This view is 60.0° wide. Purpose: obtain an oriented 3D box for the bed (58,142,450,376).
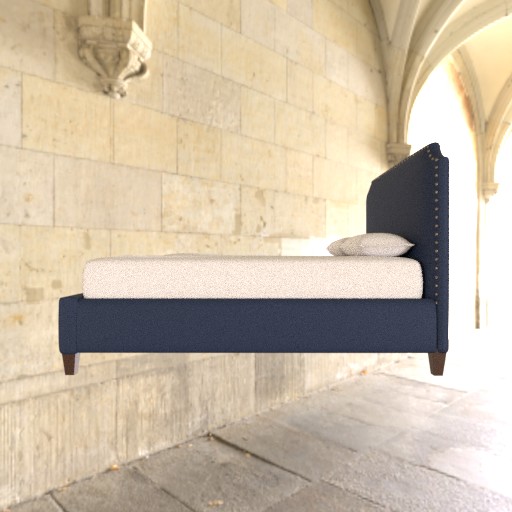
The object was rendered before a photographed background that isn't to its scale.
[{"bbox_3d":[0.000,0.000,3.486,2.372,1.443,1.712,0,0,0],"label":"bed"}]
